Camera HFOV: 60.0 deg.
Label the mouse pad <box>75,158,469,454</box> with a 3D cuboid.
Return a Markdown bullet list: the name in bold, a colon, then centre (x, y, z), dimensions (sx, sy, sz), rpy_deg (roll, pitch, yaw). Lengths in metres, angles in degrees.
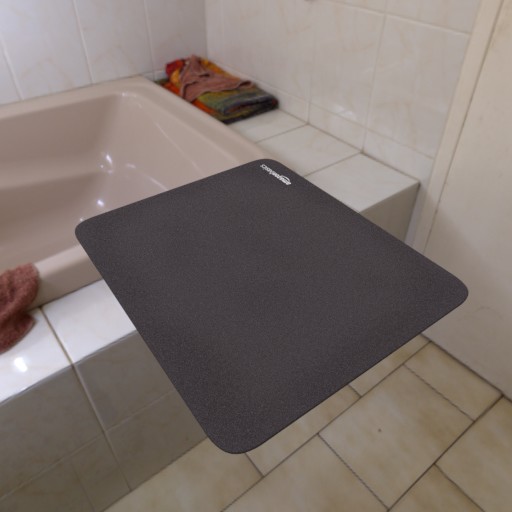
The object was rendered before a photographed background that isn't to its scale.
- **mouse pad**: centre (0.000, 0.000, 0.437), dimensions (0.269, 0.002, 0.315), rpy_deg (-25, 47, -26)
